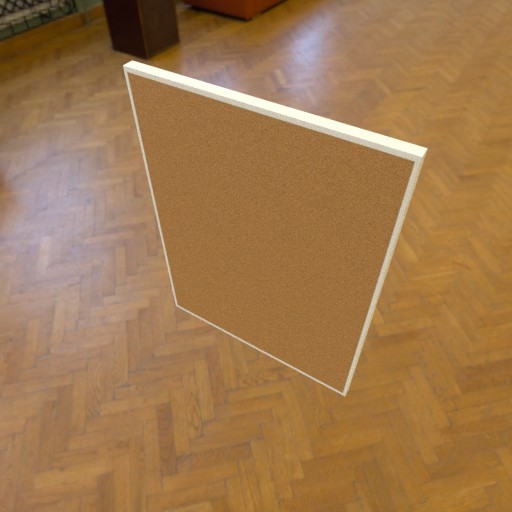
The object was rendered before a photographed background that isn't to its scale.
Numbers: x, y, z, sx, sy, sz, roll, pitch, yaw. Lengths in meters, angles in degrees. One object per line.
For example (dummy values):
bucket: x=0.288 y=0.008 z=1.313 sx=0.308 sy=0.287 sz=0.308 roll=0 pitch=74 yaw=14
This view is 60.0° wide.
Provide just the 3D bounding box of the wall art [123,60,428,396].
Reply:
wall art: x=0.000 y=0.000 z=1.412 sx=0.795 sy=1.050 sz=0.039 roll=24 pitch=51 yaw=21
